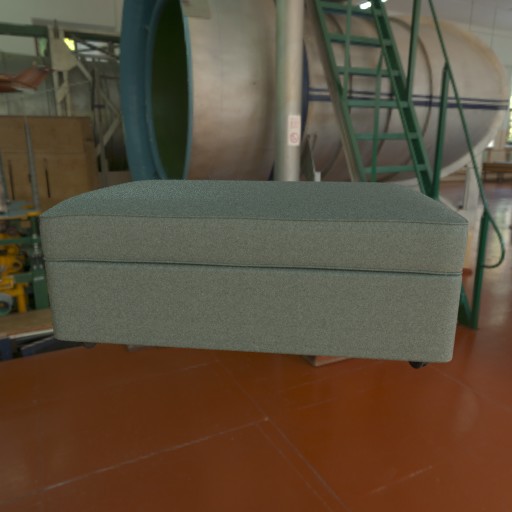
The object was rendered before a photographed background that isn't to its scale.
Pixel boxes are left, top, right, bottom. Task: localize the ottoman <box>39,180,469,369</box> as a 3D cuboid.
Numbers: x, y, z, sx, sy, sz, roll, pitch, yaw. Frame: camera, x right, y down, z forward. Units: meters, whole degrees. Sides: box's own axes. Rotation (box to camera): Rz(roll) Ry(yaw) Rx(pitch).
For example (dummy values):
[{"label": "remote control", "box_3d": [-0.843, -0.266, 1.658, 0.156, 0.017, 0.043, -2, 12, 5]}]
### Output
[{"label": "ottoman", "box_3d": [0.000, 0.000, 1.534, 1.173, 0.494, 0.681, 2, 15, 7]}]
